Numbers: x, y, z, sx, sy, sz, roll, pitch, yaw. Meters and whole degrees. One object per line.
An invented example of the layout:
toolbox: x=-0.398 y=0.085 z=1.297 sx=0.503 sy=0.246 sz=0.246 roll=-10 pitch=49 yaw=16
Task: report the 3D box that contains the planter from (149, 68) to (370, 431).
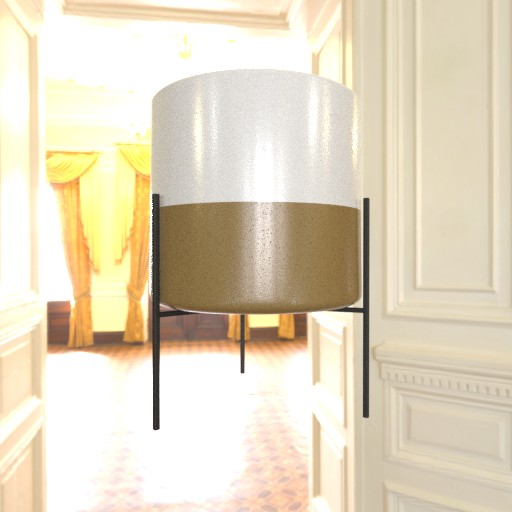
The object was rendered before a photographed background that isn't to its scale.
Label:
planter: x=0.000 y=0.000 z=0.647 sx=0.310 sy=0.432 sz=0.310 roll=0 pitch=1 yaw=36
